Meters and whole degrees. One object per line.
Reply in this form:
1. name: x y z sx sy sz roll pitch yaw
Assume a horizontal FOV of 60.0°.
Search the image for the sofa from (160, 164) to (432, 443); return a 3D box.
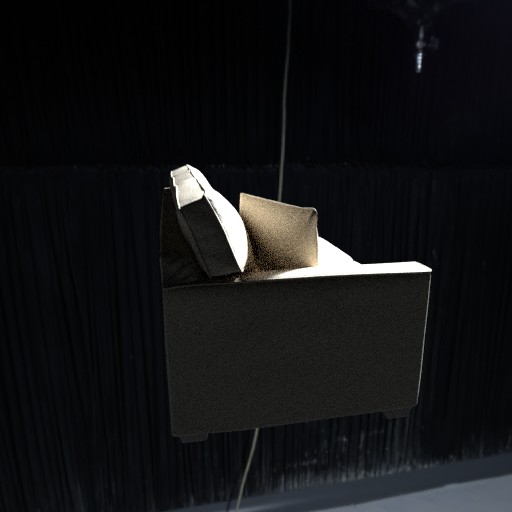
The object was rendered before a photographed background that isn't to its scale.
1. sofa: 0.000 0.000 2.538 1.034 0.946 1.962 -3 15 -11
